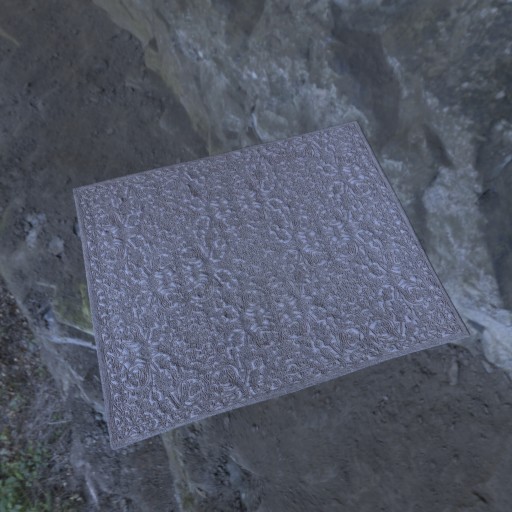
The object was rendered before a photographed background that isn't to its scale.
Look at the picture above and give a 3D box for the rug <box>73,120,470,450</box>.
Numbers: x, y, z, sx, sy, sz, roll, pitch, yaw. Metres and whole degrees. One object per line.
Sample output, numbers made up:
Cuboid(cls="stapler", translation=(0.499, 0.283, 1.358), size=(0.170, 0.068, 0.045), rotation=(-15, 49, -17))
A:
Cuboid(cls="rug", translation=(0.000, 0.000, 4.030), size=(3.017, 0.035, 2.472), rotation=(-15, 65, -7))
